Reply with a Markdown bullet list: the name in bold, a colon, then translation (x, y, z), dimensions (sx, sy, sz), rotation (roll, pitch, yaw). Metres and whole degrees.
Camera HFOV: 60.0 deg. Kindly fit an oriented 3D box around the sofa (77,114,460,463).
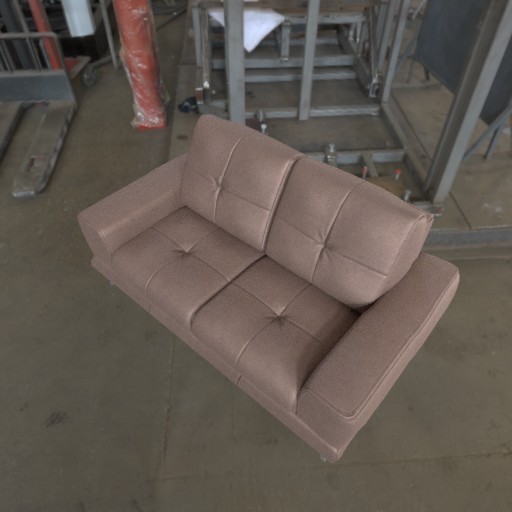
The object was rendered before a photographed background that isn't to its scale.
- **sofa**: translation (0.000, 0.000, 2.327), dimensions (1.806, 0.907, 1.018), rotation (32, 54, 27)
